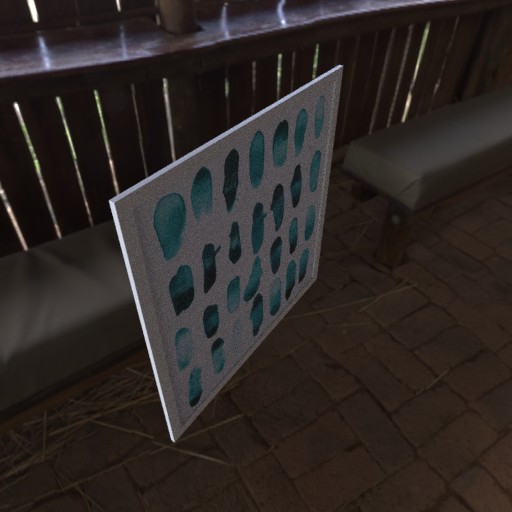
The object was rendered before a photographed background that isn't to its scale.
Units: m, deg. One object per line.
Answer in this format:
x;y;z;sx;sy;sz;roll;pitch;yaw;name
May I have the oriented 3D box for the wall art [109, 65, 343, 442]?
0.000;0.000;0.850;0.009;0.559;0.558;25;47;26;wall art
